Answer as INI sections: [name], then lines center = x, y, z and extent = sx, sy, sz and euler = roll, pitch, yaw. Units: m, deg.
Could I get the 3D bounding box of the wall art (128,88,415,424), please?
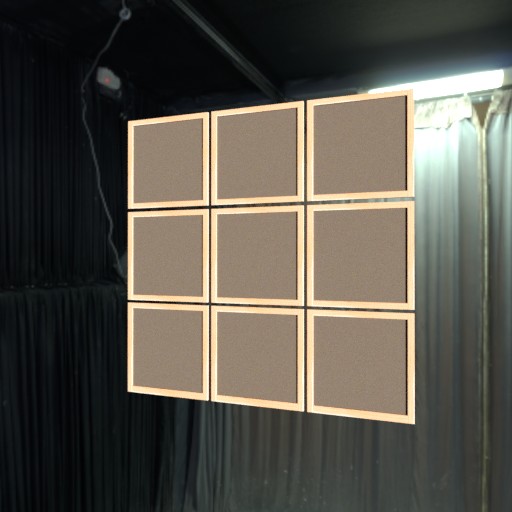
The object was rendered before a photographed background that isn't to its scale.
[wall art]
center = 0.000, 0.000, 1.807
extent = 1.216, 1.218, 0.013
euler = 0, 0, 19
